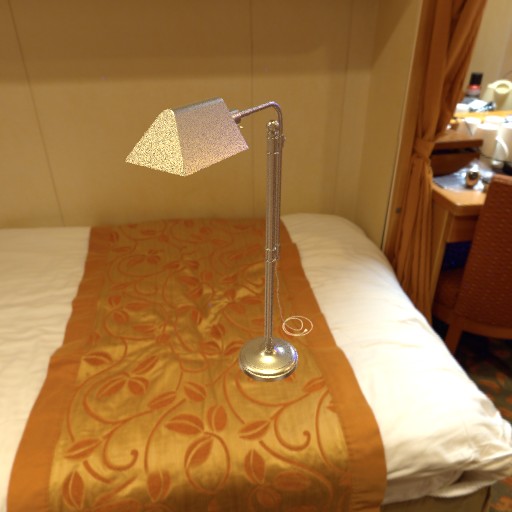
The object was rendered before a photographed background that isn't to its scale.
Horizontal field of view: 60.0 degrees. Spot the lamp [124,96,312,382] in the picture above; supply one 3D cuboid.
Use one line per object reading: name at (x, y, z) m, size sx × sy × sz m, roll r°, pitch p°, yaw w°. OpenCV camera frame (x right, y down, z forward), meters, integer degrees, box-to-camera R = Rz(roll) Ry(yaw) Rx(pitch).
lamp at (0.000, 0.000, 0.972) m, size 0.159 × 0.708 × 0.546 m, roll 19°, pitch 35°, yaw 28°
